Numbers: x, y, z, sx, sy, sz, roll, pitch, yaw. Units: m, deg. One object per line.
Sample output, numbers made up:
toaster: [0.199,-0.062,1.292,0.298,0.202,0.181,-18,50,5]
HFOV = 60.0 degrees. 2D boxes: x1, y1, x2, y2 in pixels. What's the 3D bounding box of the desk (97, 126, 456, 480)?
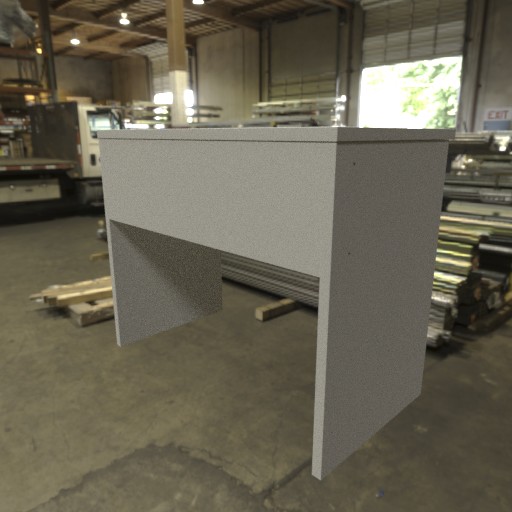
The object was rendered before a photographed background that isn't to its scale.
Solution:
desk: [0.000,0.000,1.329,0.498,0.729,0.900,-15,21,-43]
